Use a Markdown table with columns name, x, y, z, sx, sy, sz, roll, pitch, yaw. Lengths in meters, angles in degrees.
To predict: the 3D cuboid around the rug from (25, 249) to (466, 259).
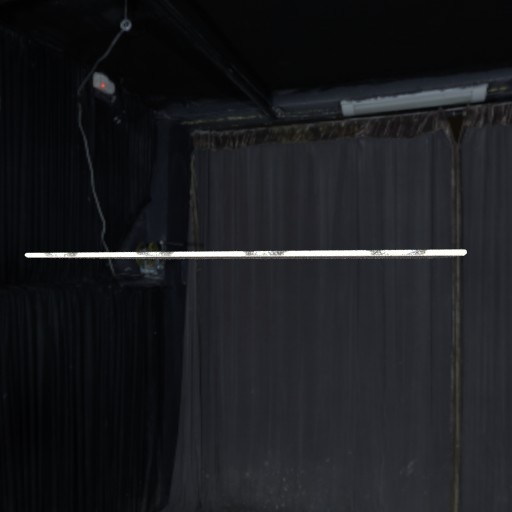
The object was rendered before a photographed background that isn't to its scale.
| name | x | y | z | sx | sy | sz | roll | pitch | yaw |
| --- | --- | --- | --- | --- | --- | --- | --- | --- | --- |
| rug | 0.000 | 0.000 | 2.896 | 2.348 | 0.024 | 1.501 | 0 | -1 | 19 |
